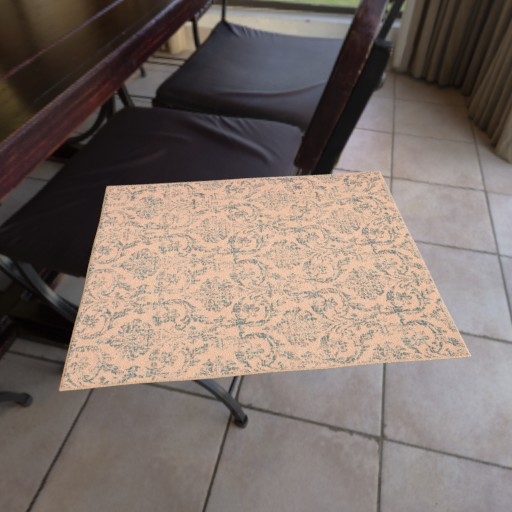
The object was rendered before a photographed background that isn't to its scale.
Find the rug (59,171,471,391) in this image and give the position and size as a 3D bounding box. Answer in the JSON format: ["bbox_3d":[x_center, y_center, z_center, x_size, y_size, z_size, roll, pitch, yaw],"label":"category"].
[{"bbox_3d":[0.000,0.000,4.004,2.980,0.012,2.363,-4,46,-4],"label":"rug"}]
